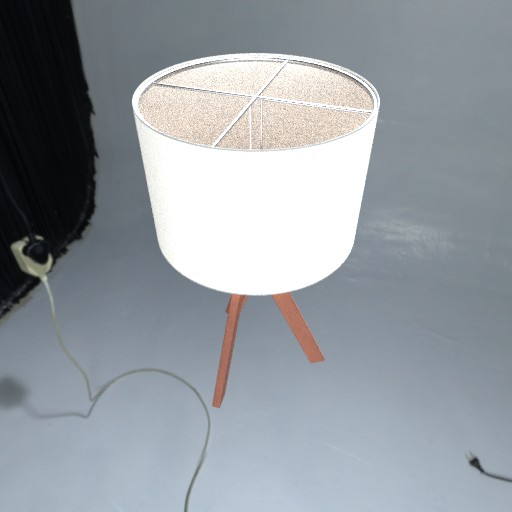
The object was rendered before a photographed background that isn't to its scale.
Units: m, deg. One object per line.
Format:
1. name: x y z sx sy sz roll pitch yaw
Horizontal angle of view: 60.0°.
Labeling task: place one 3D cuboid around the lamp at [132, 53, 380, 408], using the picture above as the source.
1. lamp: 0.000 0.000 0.921 0.380 0.686 0.380 13 43 14
